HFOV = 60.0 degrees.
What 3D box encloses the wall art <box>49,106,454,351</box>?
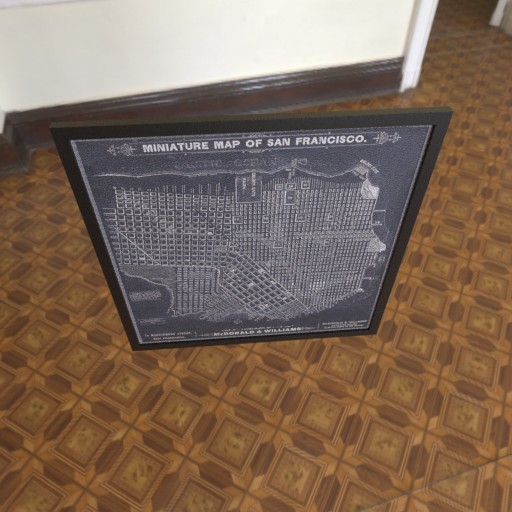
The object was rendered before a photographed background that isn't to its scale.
[{"bbox_3d":[0.000,0.000,1.180,0.807,0.807,0.022,-3,46,-3],"label":"wall art"}]
